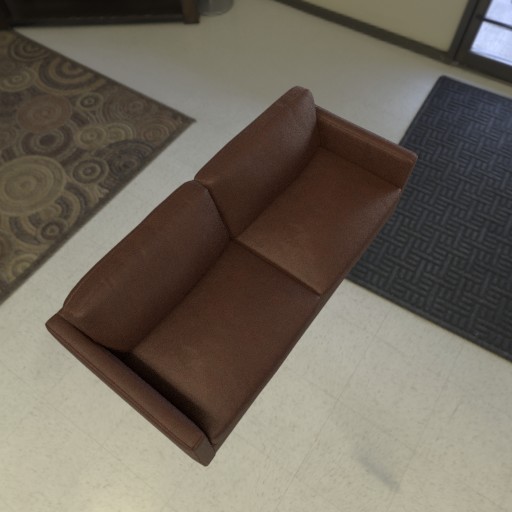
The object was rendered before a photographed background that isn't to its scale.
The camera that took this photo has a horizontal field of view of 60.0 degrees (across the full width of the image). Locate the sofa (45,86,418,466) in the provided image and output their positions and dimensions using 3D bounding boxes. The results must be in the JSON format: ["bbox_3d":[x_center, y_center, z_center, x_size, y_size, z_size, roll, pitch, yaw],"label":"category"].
[{"bbox_3d":[0.000,0.000,2.442,0.923,0.863,1.971,33,64,18],"label":"sofa"}]
